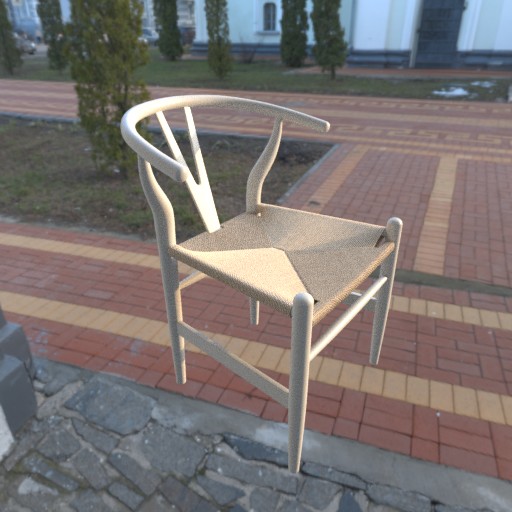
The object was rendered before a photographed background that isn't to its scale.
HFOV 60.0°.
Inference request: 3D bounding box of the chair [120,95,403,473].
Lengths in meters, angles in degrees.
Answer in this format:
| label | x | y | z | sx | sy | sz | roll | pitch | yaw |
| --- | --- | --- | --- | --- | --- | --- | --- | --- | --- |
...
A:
| label | x | y | z | sx | sy | sz | roll | pitch | yaw |
| --- | --- | --- | --- | --- | --- | --- | --- | --- | --- |
| chair | 0.000 | 0.000 | 1.135 | 0.579 | 0.730 | 0.569 | 18 | 32 | 32 |
